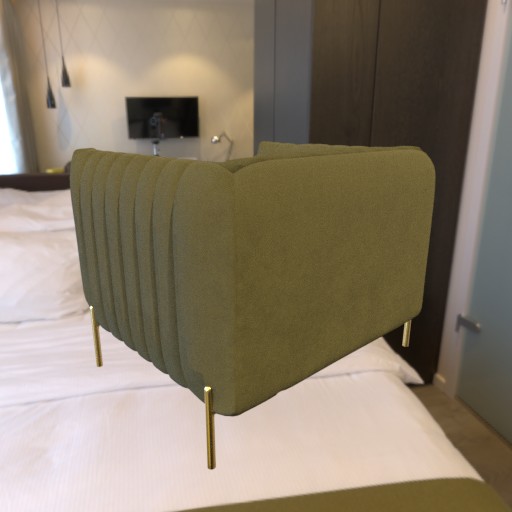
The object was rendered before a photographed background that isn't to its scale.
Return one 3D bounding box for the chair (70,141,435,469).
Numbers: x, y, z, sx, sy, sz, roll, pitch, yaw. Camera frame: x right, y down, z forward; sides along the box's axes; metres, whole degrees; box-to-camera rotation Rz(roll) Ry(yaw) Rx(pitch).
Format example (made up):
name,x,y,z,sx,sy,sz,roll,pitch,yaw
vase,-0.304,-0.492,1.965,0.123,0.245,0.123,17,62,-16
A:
name,x,y,z,sx,sy,sz,roll,pitch,yaw
chair,0.000,0.000,1.623,1.032,0.794,0.877,-15,22,-40
